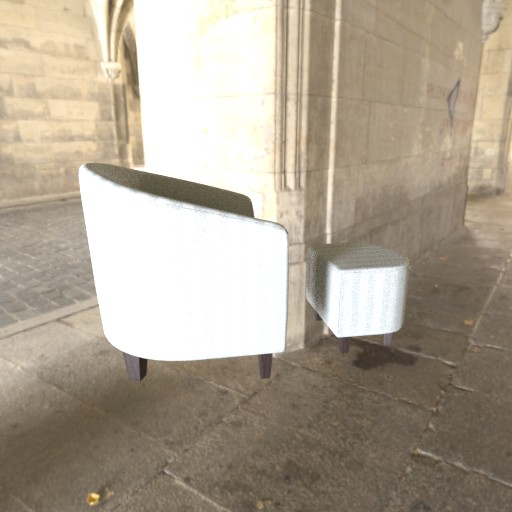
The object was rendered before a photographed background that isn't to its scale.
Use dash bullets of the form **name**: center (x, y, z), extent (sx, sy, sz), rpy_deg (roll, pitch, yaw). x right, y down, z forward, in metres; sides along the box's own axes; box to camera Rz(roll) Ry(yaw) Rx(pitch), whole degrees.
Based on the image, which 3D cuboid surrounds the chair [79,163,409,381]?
- **chair**: center (0.000, 0.000, 1.807), extent (1.288, 0.757, 0.756), rpy_deg (-3, 16, -10)
